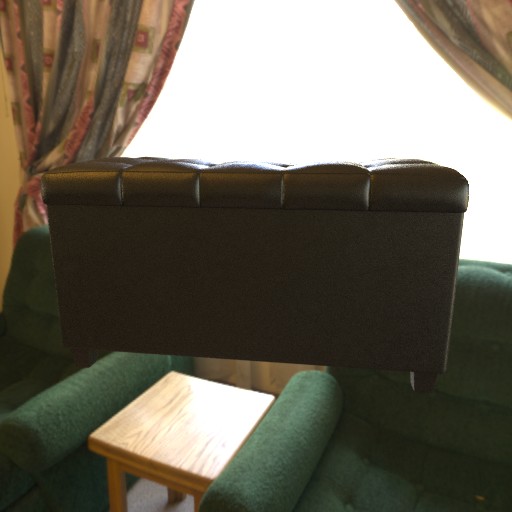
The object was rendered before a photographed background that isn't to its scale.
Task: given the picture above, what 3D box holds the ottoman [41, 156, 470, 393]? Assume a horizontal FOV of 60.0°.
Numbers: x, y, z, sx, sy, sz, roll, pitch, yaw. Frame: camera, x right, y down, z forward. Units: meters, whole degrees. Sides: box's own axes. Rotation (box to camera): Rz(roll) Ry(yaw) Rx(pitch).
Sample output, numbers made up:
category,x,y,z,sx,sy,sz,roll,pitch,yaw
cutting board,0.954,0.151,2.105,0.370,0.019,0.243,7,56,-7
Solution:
category,x,y,z,sx,sy,sz,roll,pitch,yaw
ottoman,0.000,0.000,1.085,0.838,0.470,0.432,2,15,8
